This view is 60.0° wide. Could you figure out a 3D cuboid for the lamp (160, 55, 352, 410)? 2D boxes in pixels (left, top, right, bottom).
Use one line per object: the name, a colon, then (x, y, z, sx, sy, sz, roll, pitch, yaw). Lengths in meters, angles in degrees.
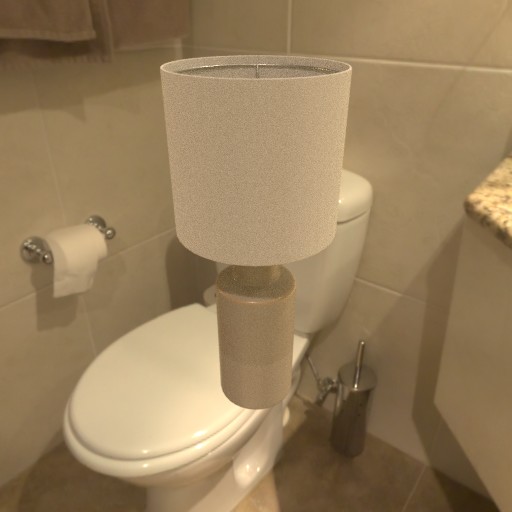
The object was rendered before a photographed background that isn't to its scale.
lamp: (0.000, 0.000, 0.619, 0.212, 0.493, 0.212, 0, 30, 1)
